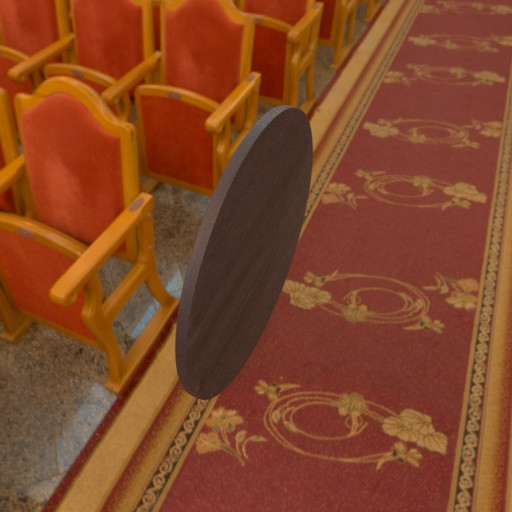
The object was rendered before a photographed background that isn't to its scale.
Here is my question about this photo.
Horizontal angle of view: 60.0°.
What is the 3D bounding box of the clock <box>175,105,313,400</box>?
[{"bbox_3d":[0.000,0.000,0.908,0.029,0.595,0.595,19,50,16],"label":"clock"}]
